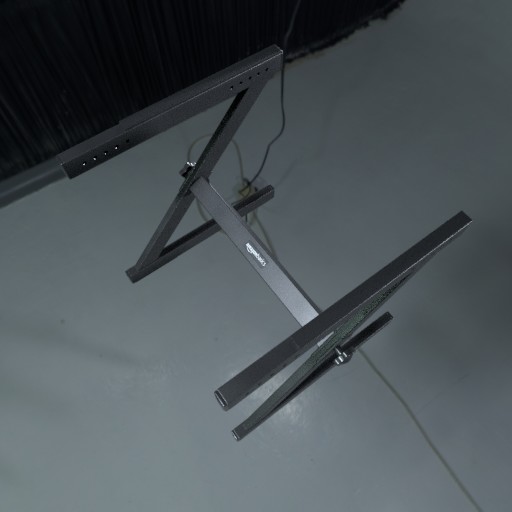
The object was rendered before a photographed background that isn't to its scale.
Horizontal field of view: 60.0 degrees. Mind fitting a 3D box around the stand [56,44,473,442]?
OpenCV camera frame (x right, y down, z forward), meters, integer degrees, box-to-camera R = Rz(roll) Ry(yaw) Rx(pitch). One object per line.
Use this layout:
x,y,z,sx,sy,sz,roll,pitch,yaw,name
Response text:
0.000,0.000,1.154,0.586,0.617,0.700,-33,67,-16,stand
